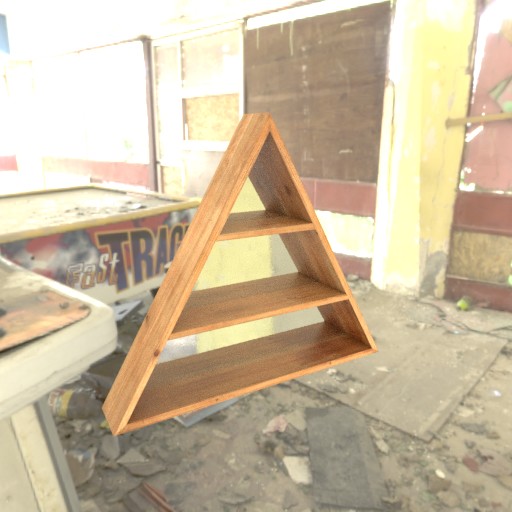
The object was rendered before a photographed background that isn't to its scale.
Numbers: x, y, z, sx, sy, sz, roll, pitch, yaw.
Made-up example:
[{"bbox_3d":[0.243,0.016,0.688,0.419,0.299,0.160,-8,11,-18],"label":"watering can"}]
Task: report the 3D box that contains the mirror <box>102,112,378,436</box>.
[{"bbox_3d":[0.000,0.000,0.893,0.631,0.548,0.100,-9,18,-28],"label":"mirror"}]
